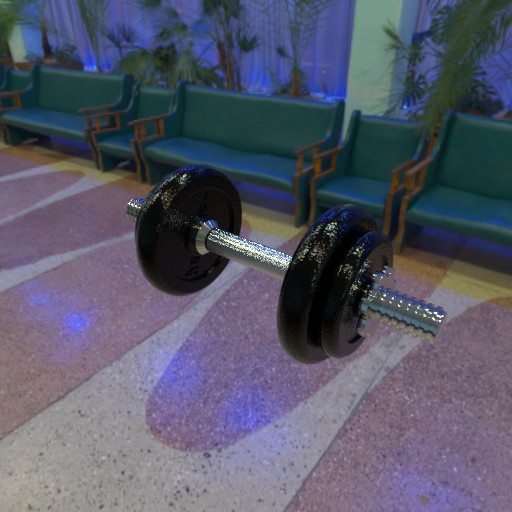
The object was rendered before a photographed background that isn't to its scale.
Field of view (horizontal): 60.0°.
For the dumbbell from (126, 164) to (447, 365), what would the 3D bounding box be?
[{"bbox_3d":[0.000,0.000,0.601,0.497,0.202,0.202,21,36,32],"label":"dumbbell"}]
